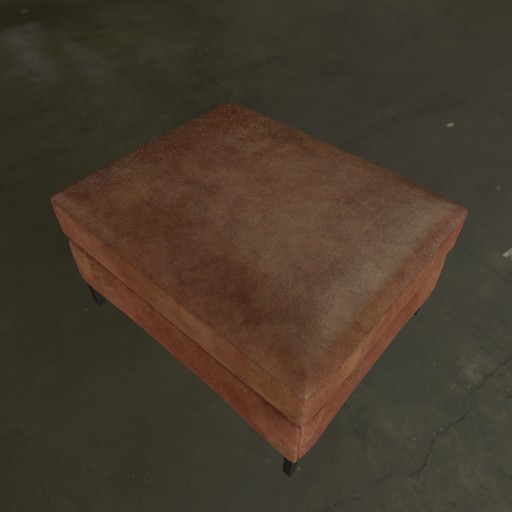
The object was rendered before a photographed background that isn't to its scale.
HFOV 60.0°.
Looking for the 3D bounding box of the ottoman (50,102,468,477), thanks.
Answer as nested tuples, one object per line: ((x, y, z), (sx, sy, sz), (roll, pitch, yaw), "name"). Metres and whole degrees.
((0.000, 0.000, 1.766), (1.186, 0.667, 0.965), (33, 55, 27), "ottoman")
